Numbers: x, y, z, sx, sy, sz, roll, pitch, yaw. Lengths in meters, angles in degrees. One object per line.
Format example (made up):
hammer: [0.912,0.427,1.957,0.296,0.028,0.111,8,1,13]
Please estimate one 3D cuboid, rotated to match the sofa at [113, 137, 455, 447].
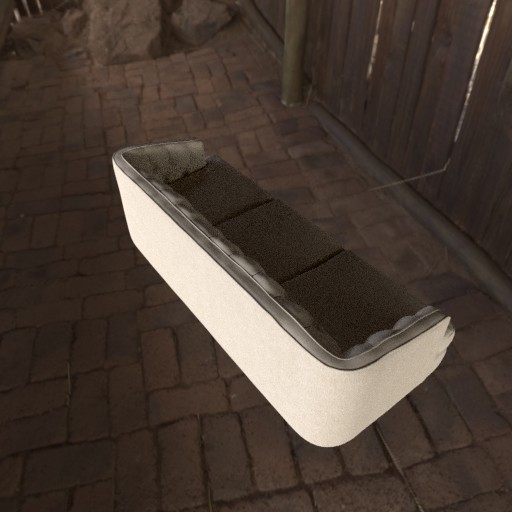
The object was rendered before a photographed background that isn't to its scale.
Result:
sofa: [0.000,0.000,2.731,0.913,0.788,2.235,-27,48,-27]
